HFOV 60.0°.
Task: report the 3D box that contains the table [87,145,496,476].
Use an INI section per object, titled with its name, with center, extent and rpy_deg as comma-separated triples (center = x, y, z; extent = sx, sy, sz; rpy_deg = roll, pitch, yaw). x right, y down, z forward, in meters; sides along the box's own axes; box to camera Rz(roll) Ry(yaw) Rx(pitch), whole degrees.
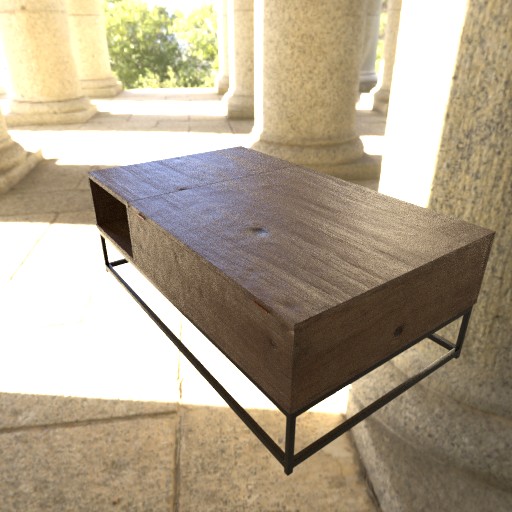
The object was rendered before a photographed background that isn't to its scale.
[table]
center = 0.000, 0.000, 1.400
extent = 0.655, 0.395, 1.101
rpy_deg = -19, 33, -32
